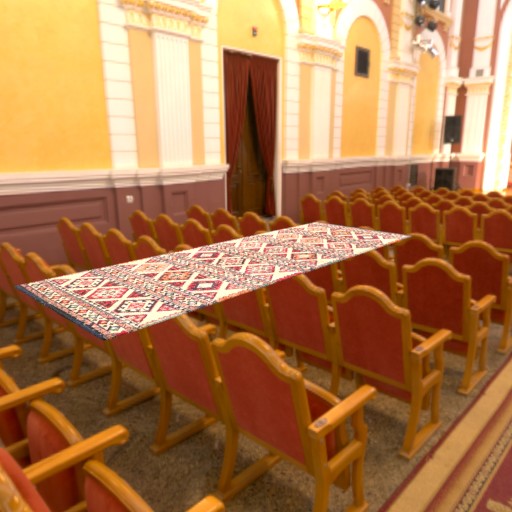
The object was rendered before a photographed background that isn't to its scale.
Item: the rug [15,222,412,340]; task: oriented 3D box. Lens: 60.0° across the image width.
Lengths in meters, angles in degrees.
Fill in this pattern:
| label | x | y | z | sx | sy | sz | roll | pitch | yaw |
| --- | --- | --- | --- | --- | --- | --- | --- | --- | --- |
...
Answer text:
| label | x | y | z | sx | sy | sz | roll | pitch | yaw |
| --- | --- | --- | --- | --- | --- | --- | --- | --- | --- |
| rug | 0.000 | 0.000 | 2.585 | 0.832 | 0.008 | 2.362 | 13 | 19 | 42 |
